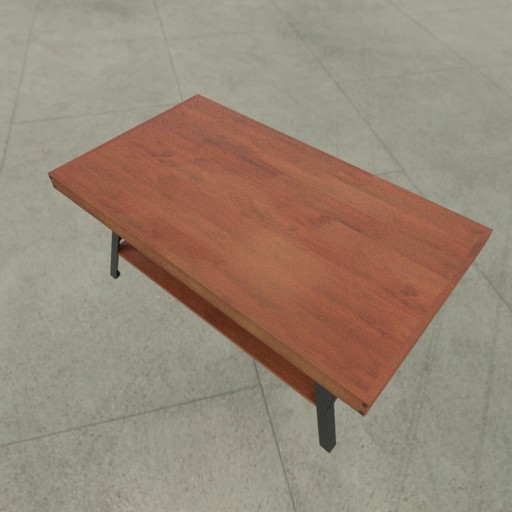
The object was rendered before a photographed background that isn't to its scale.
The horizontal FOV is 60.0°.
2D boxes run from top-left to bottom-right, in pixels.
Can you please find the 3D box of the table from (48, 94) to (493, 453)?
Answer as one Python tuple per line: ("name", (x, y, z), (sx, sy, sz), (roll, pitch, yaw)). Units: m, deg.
("table", (0.000, 0.000, 1.372), (1.067, 0.457, 0.610), (32, 56, 26))
